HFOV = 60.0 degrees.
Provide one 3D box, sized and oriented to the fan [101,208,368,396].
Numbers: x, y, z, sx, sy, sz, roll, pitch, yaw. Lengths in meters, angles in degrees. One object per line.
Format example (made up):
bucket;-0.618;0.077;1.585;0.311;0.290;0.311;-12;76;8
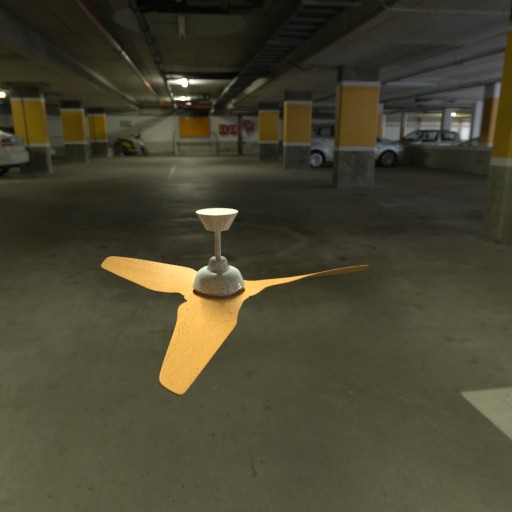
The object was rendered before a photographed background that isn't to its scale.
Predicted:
fan;0.000;0.000;1.631;1.010;0.355;1.142;-7;17;-25
